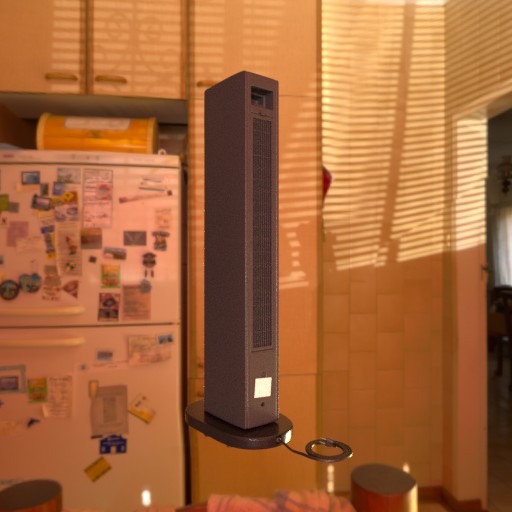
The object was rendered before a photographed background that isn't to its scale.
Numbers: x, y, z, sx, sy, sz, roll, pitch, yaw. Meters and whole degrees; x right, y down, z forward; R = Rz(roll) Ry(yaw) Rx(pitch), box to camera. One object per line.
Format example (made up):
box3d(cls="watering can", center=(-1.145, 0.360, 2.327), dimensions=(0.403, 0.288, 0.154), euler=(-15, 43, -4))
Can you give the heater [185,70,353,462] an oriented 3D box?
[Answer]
box3d(cls="heater", center=(0.000, 0.000, 1.059), dimensions=(0.214, 0.856, 0.458), euler=(0, -1, -37))
